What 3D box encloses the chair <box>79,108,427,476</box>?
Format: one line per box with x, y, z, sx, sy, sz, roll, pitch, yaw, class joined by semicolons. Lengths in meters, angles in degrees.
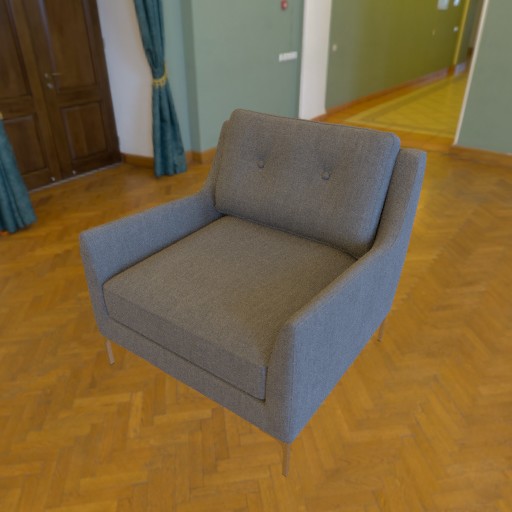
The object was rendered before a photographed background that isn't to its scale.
0.000;0.000;1.557;0.847;0.828;0.849;20;36;30;chair
